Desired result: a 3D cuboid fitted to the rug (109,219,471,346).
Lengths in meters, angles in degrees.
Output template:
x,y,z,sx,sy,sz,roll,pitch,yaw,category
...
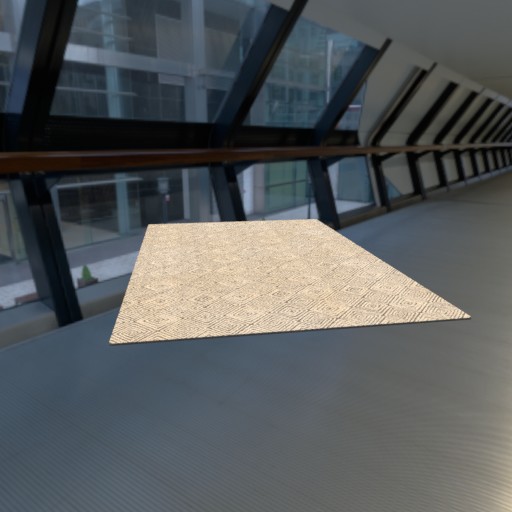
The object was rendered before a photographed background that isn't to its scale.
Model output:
x,y,z,sx,sy,sz,roll,pitch,yaw,category
0.000,0.000,2.243,1.175,0.008,1.783,-3,16,-9,rug
